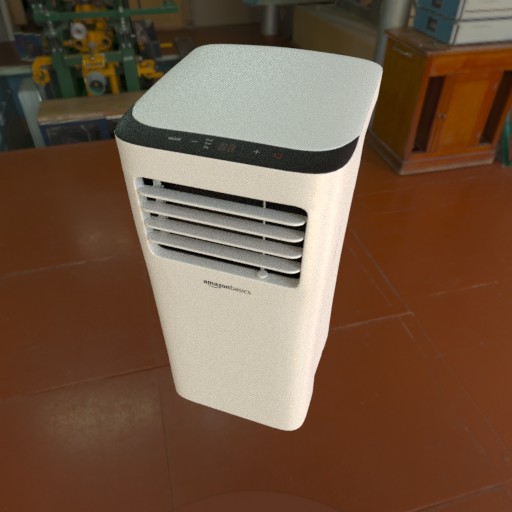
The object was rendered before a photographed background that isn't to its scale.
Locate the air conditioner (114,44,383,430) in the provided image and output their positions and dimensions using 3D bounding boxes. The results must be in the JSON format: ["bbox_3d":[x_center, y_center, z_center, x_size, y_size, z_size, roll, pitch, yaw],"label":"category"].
[{"bbox_3d":[0.000,0.000,0.910,0.352,0.716,0.369,13,42,14],"label":"air conditioner"}]
